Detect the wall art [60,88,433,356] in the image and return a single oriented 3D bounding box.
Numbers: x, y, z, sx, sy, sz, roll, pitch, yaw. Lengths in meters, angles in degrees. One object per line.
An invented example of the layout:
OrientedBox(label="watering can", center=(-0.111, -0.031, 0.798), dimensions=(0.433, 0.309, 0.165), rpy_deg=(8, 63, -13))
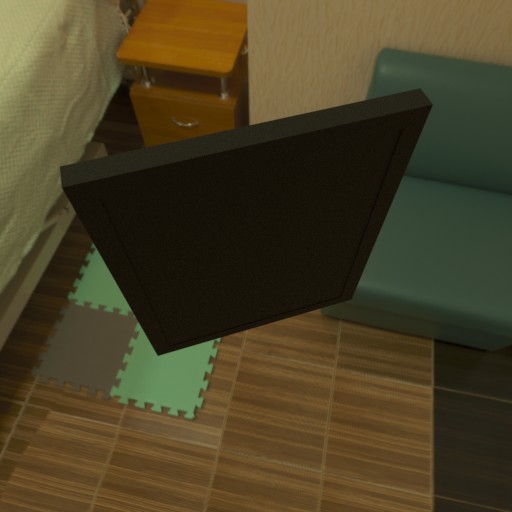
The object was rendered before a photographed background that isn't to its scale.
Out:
OrientedBox(label="wall art", center=(0.000, 0.000, 0.768), dimensions=(0.457, 0.559, 0.033), rpy_deg=(-15, 60, -9))
